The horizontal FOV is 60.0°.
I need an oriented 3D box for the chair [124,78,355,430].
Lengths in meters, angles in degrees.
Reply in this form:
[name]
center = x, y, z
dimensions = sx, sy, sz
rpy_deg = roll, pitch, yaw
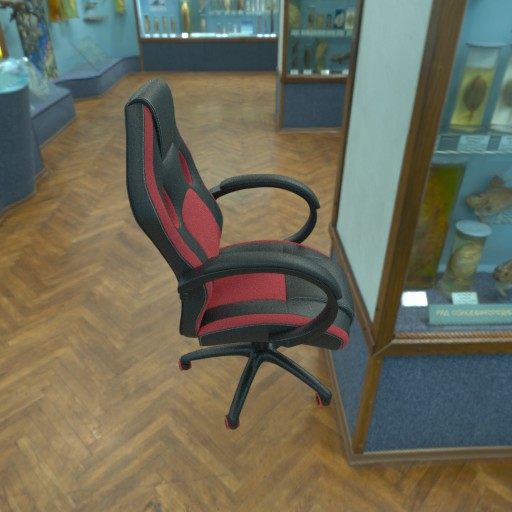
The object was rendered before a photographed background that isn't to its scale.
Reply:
[chair]
center = 0.000, 0.000, 1.614
dimensions = 0.724, 1.187, 0.673
rpy_deg = 0, 33, 1
